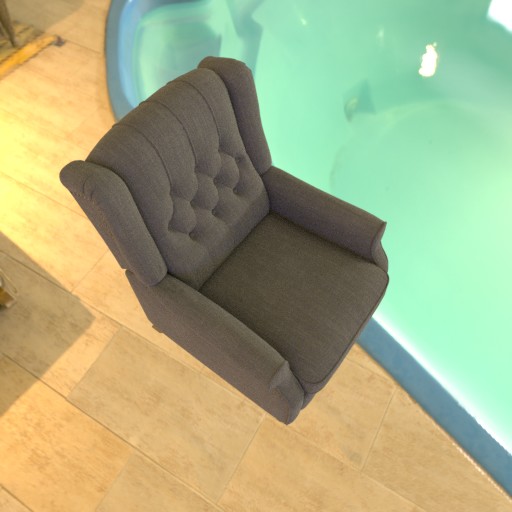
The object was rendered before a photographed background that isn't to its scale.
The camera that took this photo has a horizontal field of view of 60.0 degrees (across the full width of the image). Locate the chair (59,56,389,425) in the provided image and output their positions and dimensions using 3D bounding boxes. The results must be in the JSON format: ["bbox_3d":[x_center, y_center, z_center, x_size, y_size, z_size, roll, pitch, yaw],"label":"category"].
[{"bbox_3d":[0.000,0.000,1.604,0.898,1.035,0.742,32,64,18],"label":"chair"}]
